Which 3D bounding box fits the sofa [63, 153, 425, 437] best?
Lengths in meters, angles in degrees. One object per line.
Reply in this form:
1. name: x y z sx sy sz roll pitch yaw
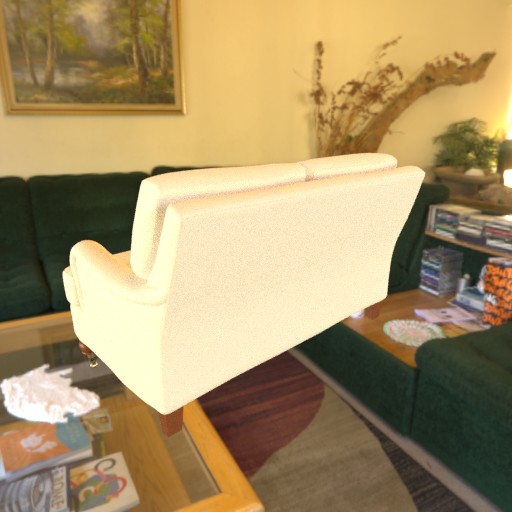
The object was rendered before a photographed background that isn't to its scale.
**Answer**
1. sofa: 0.000 0.000 2.520 1.853 1.101 1.084 -16 24 -42
